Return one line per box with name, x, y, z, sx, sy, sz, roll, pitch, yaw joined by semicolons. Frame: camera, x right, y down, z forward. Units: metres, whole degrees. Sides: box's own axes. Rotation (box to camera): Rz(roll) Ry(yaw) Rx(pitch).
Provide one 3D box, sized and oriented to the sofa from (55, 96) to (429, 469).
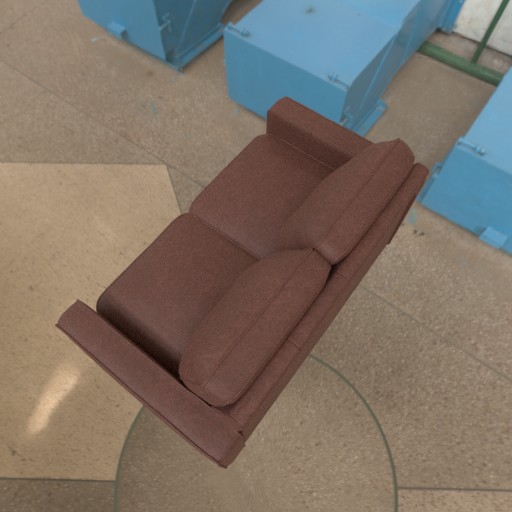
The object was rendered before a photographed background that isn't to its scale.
sofa;0.000;0.000;2.204;0.947;0.918;1.709;34;68;16
